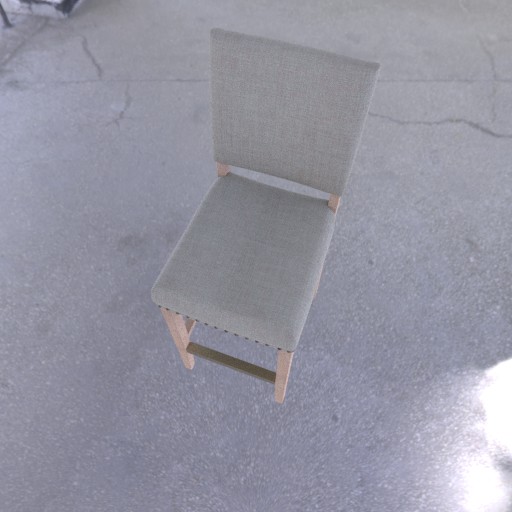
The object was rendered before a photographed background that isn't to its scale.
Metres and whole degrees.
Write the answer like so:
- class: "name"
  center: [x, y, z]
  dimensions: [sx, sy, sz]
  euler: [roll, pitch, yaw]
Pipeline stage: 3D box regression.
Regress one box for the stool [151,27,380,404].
- class: "stool"
  center: [0.000, 0.000, 1.455]
  dimensions: [0.445, 1.173, 0.585]
  euler: [18, 60, 10]
